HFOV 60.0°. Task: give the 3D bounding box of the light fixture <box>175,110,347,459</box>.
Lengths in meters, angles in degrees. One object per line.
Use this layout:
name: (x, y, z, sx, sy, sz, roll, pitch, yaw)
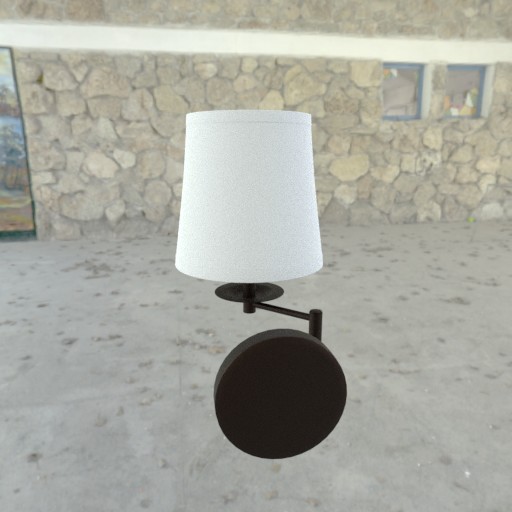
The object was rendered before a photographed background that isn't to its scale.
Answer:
light fixture: (0.000, 0.000, 0.276, 0.100, 0.172, 0.157, -2, 13, -9)
